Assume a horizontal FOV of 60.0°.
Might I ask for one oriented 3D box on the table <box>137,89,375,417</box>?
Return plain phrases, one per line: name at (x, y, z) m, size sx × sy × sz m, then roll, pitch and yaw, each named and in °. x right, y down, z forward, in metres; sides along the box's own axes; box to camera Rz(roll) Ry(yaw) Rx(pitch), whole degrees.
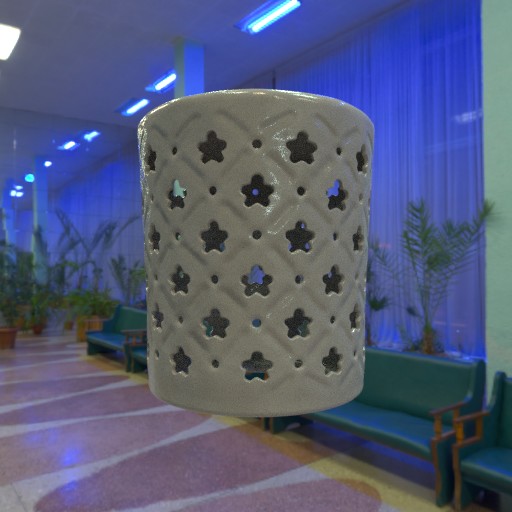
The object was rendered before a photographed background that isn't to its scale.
table at (0.000, 0.000, 0.677) m, size 0.352 × 0.387 × 0.352 m, roll 0°, pitch -1°, yaw 0°
